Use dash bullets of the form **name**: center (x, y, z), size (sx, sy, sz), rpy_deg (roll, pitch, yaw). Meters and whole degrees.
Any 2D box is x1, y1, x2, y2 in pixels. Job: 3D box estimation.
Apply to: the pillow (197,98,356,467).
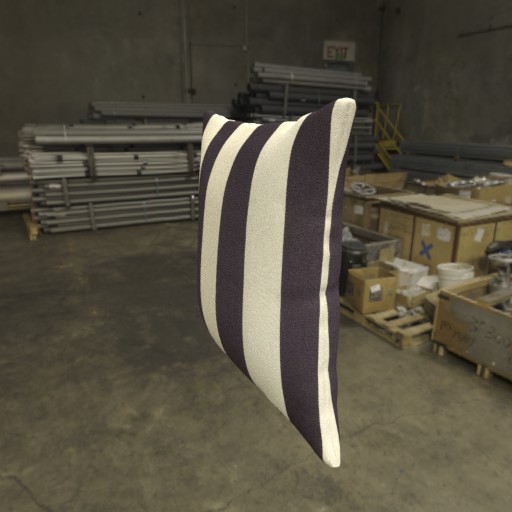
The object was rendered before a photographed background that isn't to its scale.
- **pillow**: center (0.000, 0.000, 0.816), size (0.189, 0.526, 0.536), rpy_deg (-8, 18, -25)
